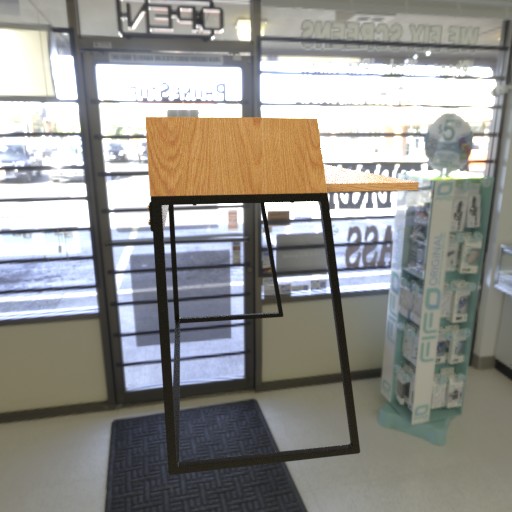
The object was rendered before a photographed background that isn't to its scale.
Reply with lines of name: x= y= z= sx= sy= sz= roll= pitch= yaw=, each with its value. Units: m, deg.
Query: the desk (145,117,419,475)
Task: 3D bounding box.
desk: x=0.000 y=0.000 z=1.859 sx=0.769 sy=1.061 sz=1.191 roll=-2 pitch=15 yaw=-9
